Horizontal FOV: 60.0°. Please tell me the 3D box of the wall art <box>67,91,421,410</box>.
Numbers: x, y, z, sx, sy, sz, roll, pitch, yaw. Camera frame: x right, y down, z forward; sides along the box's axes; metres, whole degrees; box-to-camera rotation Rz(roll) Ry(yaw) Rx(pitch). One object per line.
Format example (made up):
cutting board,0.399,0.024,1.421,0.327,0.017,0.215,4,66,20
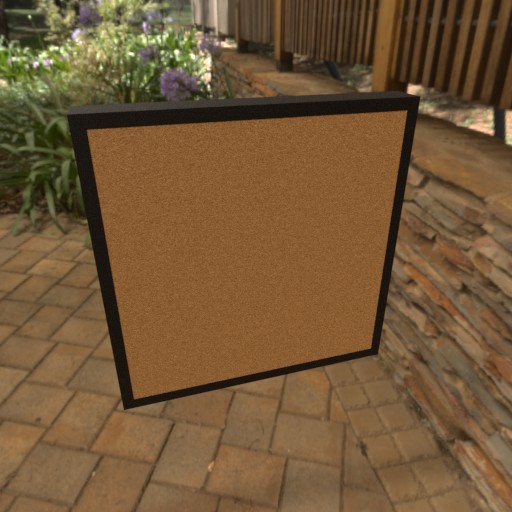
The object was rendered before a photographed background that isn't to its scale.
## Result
wall art,0.000,0.000,0.454,0.305,0.304,0.038,-8,29,-15
